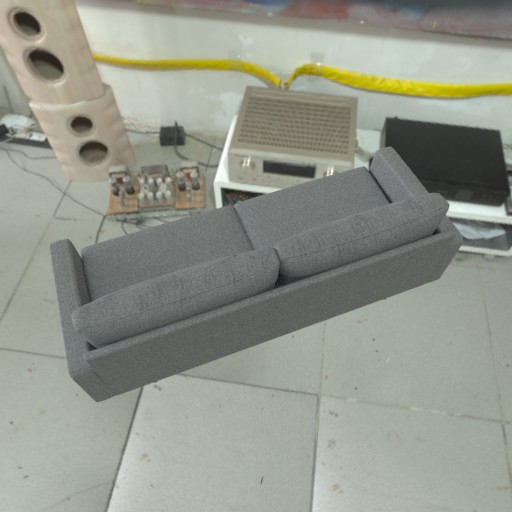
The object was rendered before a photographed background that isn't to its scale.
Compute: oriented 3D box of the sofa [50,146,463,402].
[{"bbox_3d":[0.000,0.000,2.655,2.200,0.880,0.880,-18,58,-11],"label":"sofa"}]
